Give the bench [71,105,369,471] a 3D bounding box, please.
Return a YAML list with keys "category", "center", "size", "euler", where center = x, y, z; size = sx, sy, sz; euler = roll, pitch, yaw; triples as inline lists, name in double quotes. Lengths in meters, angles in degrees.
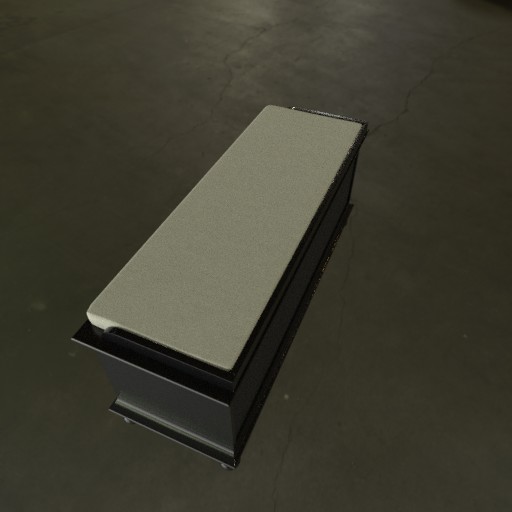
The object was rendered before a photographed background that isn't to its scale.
- category: "bench"
  center: [0.000, 0.000, 1.477]
  size: [0.402, 0.501, 1.185]
  euler: [18, 48, 16]
